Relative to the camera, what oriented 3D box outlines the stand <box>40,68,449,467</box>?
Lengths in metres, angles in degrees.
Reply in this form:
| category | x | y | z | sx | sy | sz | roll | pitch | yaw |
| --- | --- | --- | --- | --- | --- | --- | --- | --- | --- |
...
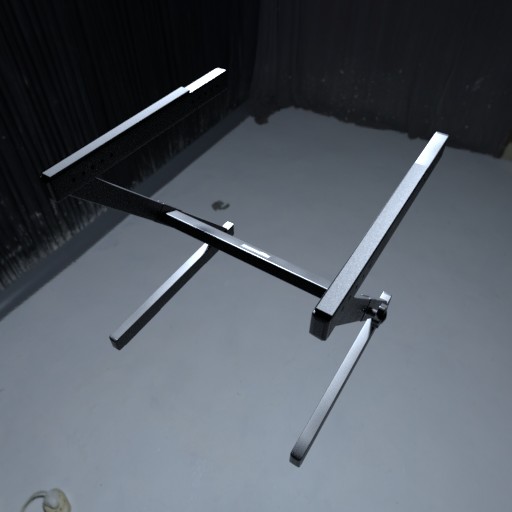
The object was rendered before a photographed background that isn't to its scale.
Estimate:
| category | x | y | z | sx | sy | sz | roll | pitch | yaw |
| --- | --- | --- | --- | --- | --- | --- | --- | --- | --- |
| stand | 0.000 | 0.000 | 1.127 | 0.700 | 0.617 | 0.586 | 25 | 51 | 22 |
